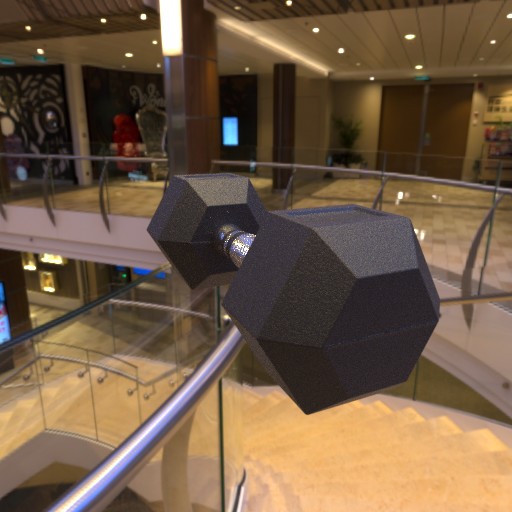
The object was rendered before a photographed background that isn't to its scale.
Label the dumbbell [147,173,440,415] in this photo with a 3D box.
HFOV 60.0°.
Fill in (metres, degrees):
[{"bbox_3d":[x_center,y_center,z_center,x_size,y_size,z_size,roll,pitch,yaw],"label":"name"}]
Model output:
[{"bbox_3d":[0.000,0.000,0.413,0.141,0.123,0.356,-7,18,-24],"label":"dumbbell"}]
